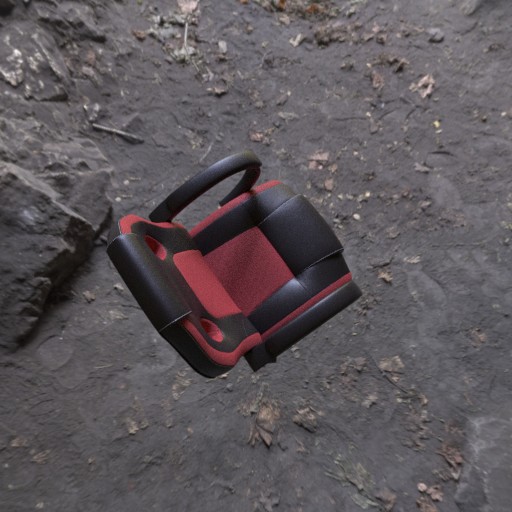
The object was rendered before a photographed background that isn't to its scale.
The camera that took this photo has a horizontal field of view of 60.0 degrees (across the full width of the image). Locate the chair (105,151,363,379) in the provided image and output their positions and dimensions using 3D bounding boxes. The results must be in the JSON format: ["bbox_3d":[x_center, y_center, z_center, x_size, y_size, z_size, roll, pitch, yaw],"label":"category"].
[{"bbox_3d":[0.000,0.000,1.699,0.783,1.189,0.750,-34,78,-8],"label":"chair"}]
